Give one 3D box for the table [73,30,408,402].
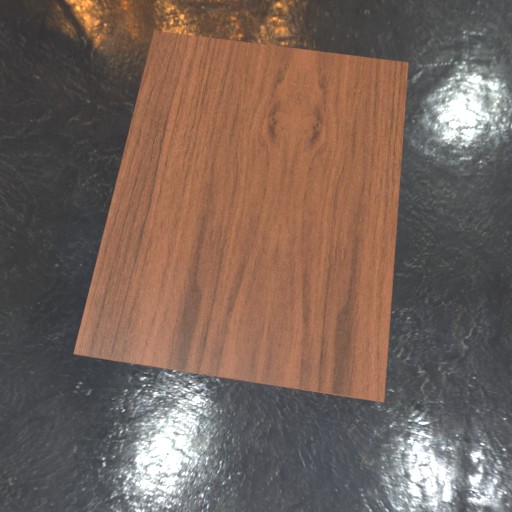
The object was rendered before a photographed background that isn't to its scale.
[{"bbox_3d":[0.000,0.000,0.903,0.381,0.636,0.480,8,75,2],"label":"table"}]
